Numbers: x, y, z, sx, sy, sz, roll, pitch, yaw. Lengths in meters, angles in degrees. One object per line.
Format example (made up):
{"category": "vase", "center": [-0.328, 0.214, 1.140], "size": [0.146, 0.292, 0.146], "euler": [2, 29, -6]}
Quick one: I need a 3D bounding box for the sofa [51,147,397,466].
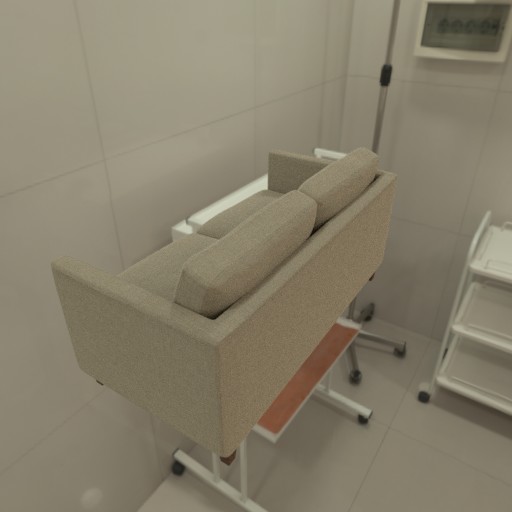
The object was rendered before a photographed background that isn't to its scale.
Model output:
{"category": "sofa", "center": [0.000, 0.000, 2.485], "size": [0.951, 0.947, 1.884], "euler": [19, 36, 28]}
